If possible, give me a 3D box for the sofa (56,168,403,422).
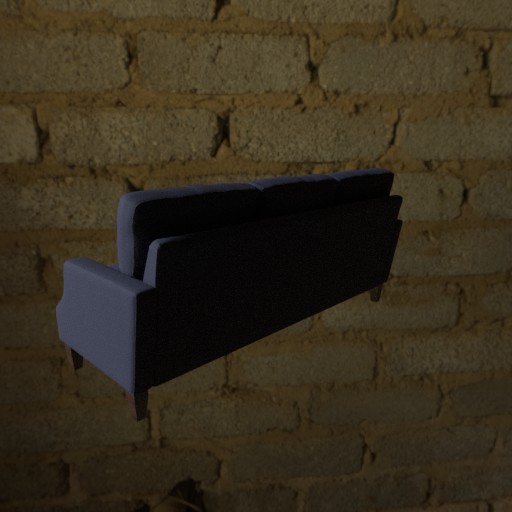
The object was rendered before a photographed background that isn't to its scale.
[{"bbox_3d":[0.000,0.000,2.679,0.888,0.984,2.115,14,21,43],"label":"sofa"}]
